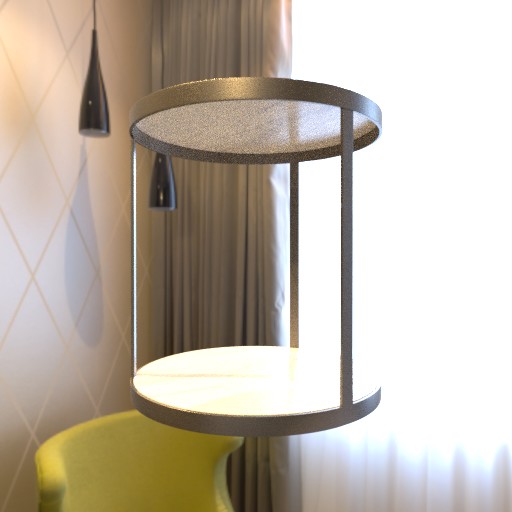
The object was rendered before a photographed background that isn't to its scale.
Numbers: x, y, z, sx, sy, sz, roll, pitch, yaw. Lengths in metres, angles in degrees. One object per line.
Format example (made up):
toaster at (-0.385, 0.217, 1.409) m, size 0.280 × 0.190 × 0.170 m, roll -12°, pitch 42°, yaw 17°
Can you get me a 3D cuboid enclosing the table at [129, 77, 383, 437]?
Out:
table at (0.000, 0.000, 0.811) m, size 0.445 × 0.479 × 0.445 m, roll 0°, pitch 1°, yaw 0°
